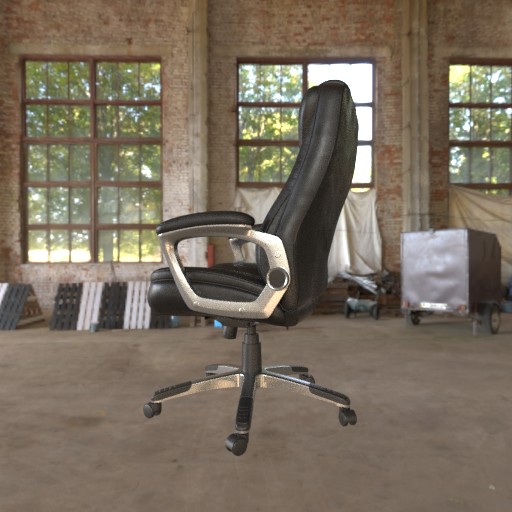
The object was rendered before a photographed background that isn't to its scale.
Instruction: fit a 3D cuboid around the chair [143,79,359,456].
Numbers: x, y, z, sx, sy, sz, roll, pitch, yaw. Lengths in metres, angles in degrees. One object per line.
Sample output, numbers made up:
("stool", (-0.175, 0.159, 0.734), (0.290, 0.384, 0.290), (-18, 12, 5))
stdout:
("chair", (0.000, 0.000, 1.525), (0.689, 1.075, 0.697), (0, 1, 18))
